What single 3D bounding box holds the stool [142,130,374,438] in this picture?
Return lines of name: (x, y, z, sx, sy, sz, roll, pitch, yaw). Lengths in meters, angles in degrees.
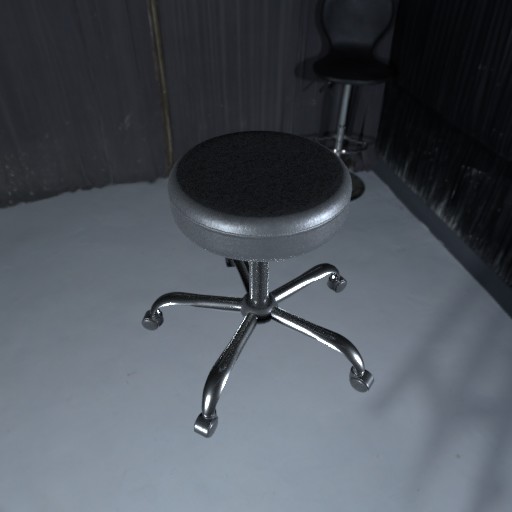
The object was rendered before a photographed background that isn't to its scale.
stool: (0.000, 0.000, 1.181, 0.673, 0.576, 0.638, -11, 43, -12)
